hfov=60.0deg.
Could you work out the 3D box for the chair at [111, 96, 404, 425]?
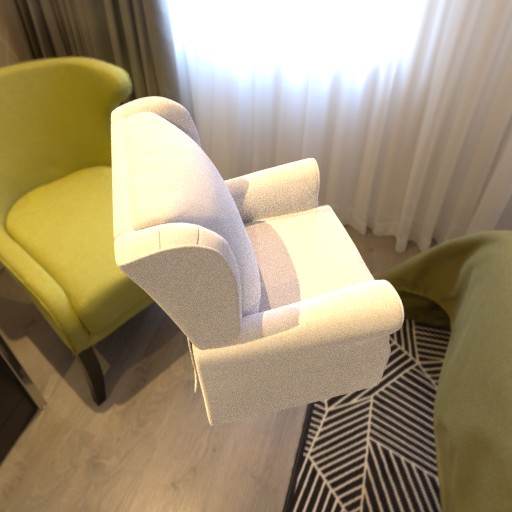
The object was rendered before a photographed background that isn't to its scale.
[{"bbox_3d":[0.000,0.000,1.656,0.854,0.967,0.906,-10,45,-10],"label":"chair"}]
